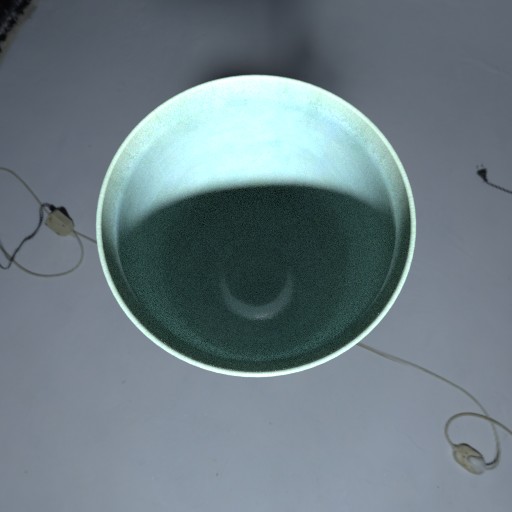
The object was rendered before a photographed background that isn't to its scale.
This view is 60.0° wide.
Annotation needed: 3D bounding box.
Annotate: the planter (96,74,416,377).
[{"bbox_3d":[0.000,0.000,0.378,0.198,0.214,0.198,0,75,0],"label":"planter"}]
